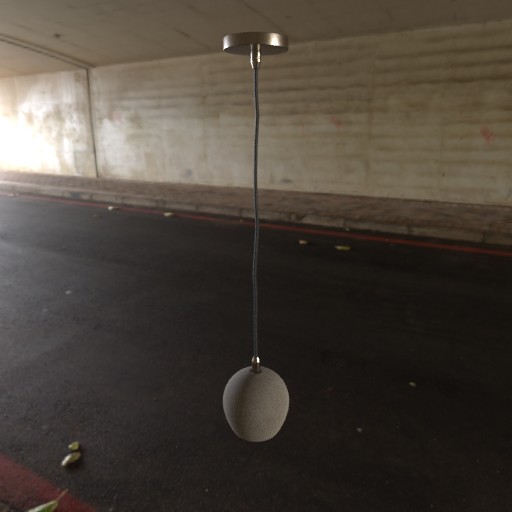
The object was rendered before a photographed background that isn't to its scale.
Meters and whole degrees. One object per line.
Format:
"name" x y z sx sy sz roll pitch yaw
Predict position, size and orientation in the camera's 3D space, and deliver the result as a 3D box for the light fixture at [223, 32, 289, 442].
"light fixture" 0.000 0.000 0.854 0.139 0.764 0.139 -8 17 -26
